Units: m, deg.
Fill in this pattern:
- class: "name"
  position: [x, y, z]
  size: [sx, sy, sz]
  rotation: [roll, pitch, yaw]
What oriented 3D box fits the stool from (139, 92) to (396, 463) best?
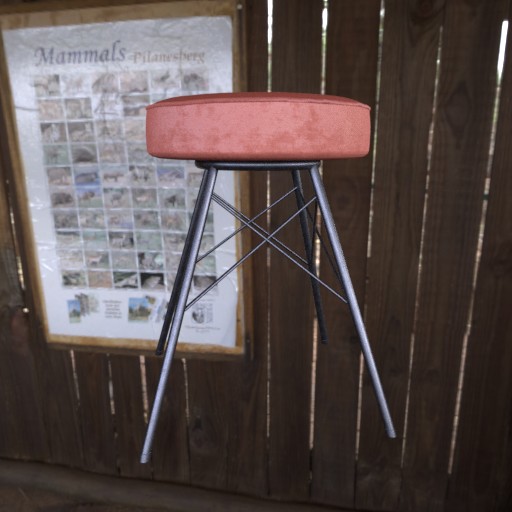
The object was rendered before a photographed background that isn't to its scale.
- class: "stool"
  position: [0.000, 0.000, 0.895]
  size: [0.457, 0.593, 0.421]
  rotation: [-2, 14, -8]
